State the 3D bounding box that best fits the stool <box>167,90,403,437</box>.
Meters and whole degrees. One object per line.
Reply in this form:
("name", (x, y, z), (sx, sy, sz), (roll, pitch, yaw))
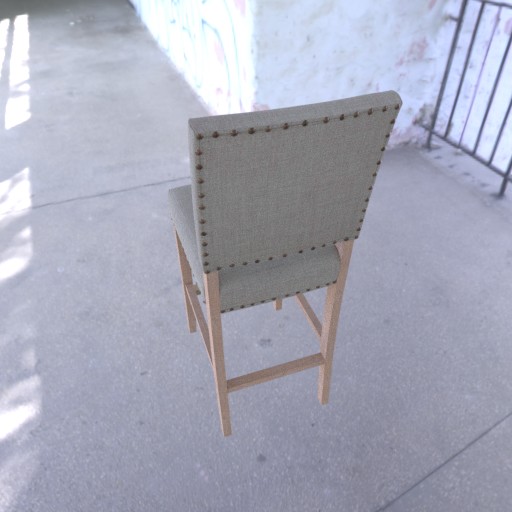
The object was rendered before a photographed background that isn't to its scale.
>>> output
("stool", (0.000, 0.000, 1.409), (0.445, 1.173, 0.585), (-13, 43, -14))
